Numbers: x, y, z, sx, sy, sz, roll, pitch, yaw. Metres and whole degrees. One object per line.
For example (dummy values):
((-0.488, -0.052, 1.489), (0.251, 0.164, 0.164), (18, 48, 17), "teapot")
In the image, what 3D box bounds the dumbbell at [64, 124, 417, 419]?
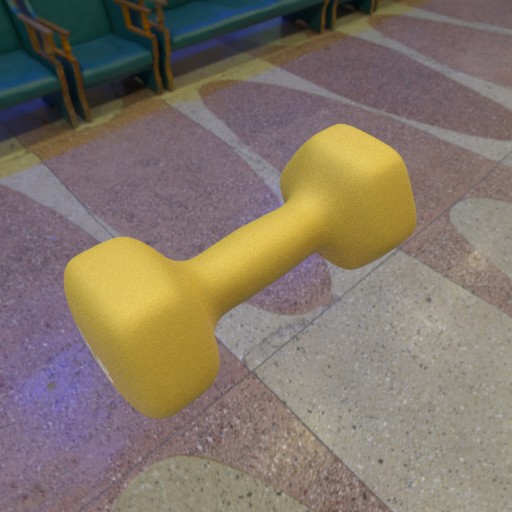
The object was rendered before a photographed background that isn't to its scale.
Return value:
((0.000, 0.000, 0.240), (0.190, 0.082, 0.090), (-32, 54, -26), "dumbbell")
